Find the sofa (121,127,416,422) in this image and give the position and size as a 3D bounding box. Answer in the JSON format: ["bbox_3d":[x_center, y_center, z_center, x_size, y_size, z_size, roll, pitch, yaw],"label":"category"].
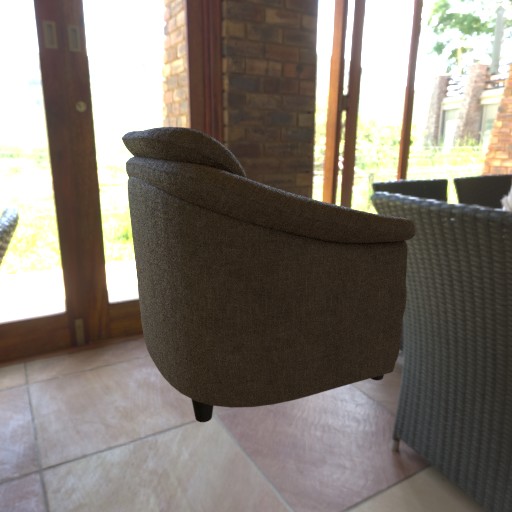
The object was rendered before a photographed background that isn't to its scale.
[{"bbox_3d":[0.000,0.000,1.495,0.794,0.811,0.870,-7,15,-26],"label":"sofa"}]
